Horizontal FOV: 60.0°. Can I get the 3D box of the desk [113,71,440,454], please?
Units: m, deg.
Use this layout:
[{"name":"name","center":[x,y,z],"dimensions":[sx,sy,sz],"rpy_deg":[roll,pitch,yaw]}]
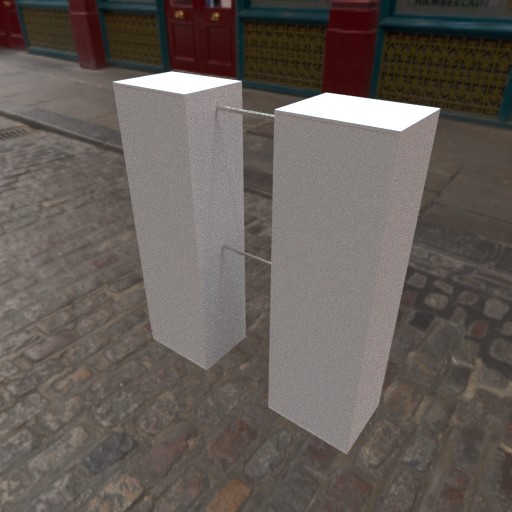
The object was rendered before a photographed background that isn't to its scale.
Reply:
[{"name":"desk","center":[0.000,0.000,2.853],"dimensions":[1.770,2.000,0.480],"rpy_deg":[21,37,31]}]
